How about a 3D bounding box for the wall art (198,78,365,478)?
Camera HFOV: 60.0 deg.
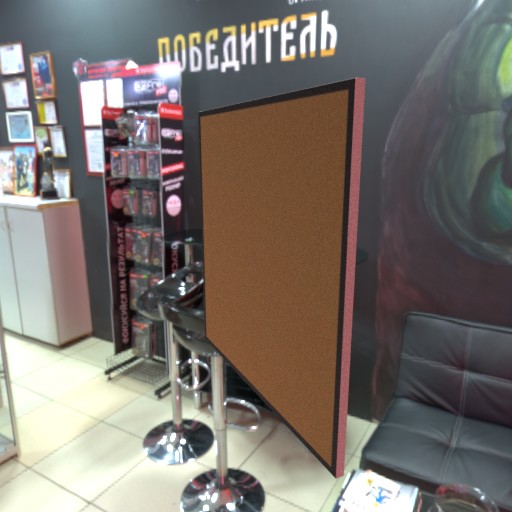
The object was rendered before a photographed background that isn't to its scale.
[{"bbox_3d":[0.000,0.000,1.206,0.022,0.803,0.805,-7,15,-26],"label":"wall art"}]
